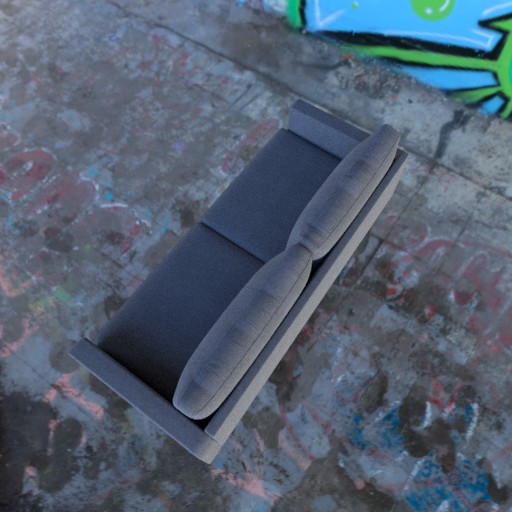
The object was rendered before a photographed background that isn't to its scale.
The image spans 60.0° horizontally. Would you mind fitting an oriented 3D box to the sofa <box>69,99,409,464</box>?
[{"bbox_3d":[0.000,0.000,2.626,0.880,0.880,2.100,32,67,15],"label":"sofa"}]
